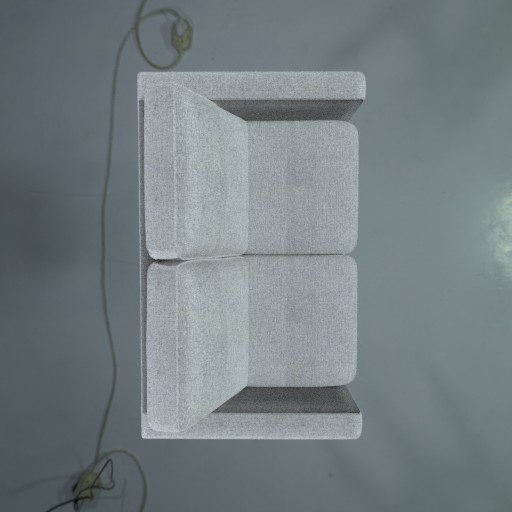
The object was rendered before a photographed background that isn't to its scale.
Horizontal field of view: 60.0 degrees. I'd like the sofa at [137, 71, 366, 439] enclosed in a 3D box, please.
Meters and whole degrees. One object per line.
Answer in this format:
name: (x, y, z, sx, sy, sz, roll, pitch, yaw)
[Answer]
sofa: (0.000, 0.000, 2.090, 0.969, 0.973, 1.527, 0, 93, 1)
